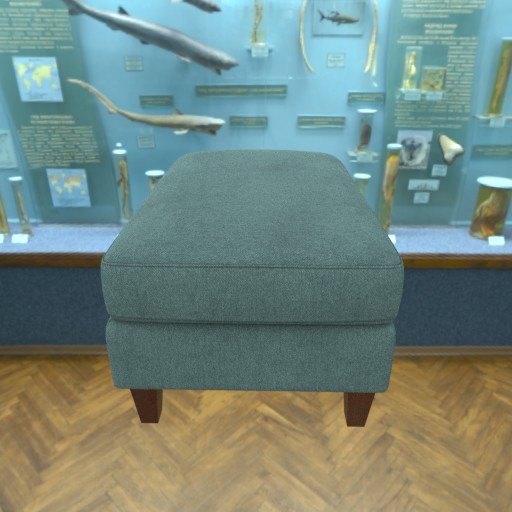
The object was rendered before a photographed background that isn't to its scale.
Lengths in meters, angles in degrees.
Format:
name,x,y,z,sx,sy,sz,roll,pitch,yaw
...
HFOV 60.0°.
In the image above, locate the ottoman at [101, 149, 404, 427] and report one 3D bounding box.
name,x,y,z,sx,sy,sz,roll,pitch,yaw
ottoman,0.000,0.000,1.249,0.584,0.483,0.864,1,26,1
